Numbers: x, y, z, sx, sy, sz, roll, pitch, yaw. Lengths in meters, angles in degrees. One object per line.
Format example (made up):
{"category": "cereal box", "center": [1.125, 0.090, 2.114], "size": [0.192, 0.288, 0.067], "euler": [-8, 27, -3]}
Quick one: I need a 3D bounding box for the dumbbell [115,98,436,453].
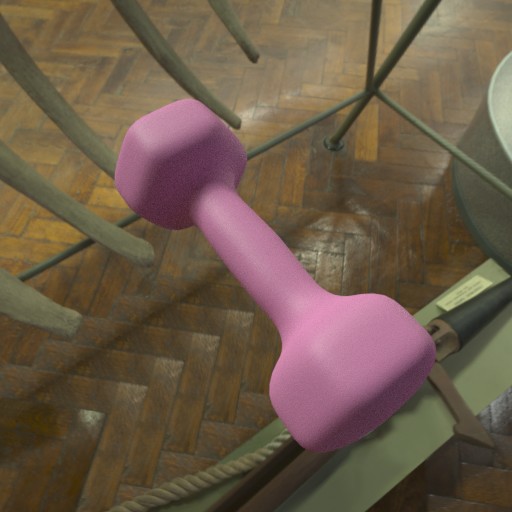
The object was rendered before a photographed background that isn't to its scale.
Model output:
{"category": "dumbbell", "center": [0.000, 0.000, 0.186], "size": [0.064, 0.058, 0.159], "euler": [-31, 63, -17]}
